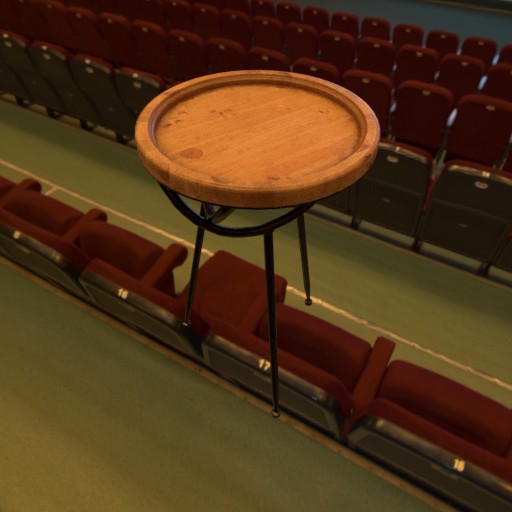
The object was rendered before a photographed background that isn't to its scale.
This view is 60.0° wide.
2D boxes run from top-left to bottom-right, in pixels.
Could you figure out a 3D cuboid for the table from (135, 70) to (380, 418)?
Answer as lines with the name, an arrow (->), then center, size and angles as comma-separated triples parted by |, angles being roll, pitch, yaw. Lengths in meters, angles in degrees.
table -> 0.000, 0.000, 0.985 | 0.418, 0.664, 0.414 | 22, 49, 21
